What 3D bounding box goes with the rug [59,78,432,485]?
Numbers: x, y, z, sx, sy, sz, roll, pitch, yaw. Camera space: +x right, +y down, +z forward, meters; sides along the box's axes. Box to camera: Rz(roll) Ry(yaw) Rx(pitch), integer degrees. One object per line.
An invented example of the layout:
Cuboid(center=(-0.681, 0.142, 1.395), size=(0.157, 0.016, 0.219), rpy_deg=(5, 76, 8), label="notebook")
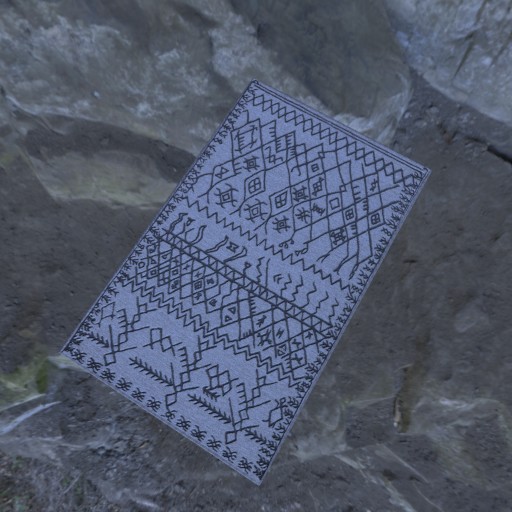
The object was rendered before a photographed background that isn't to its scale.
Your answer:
Cuboid(center=(0.000, 0.000, 3.062), size=(1.526, 0.012, 2.444), rpy_deg=(30, 77, 8), label="rug")
